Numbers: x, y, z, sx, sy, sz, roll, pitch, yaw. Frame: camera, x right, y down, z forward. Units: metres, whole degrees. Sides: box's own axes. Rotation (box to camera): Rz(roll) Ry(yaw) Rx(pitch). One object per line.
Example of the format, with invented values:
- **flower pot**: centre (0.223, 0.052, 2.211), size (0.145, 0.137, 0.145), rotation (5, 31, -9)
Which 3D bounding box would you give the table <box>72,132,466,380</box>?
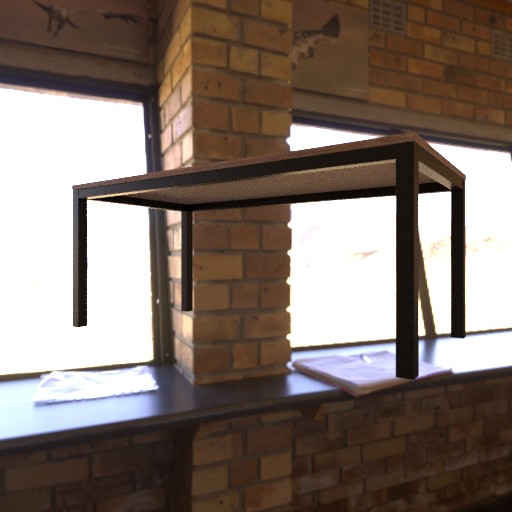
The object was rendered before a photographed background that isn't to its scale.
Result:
- **table**: centre (0.000, 0.000, 2.247), size (1.805, 0.767, 0.893), rotation (0, 0, 35)
